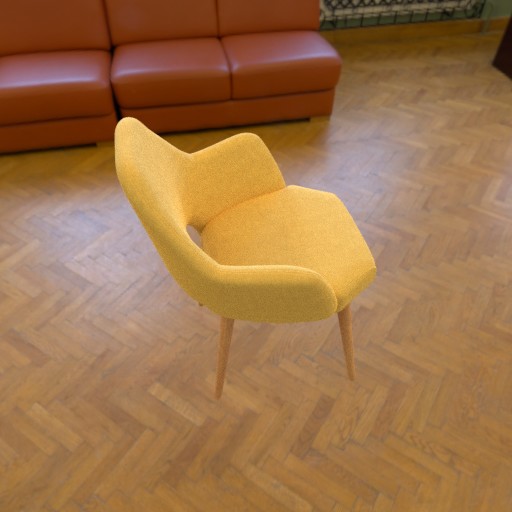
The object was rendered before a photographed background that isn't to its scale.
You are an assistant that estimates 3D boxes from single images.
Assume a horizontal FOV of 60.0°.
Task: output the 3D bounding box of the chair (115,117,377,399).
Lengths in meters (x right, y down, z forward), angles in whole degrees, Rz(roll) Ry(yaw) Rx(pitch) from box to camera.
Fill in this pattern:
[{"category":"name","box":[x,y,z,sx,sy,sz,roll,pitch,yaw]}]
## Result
[{"category":"chair","box":[0.000,0.000,1.270,0.610,0.840,0.590,-10,48,-9]}]
